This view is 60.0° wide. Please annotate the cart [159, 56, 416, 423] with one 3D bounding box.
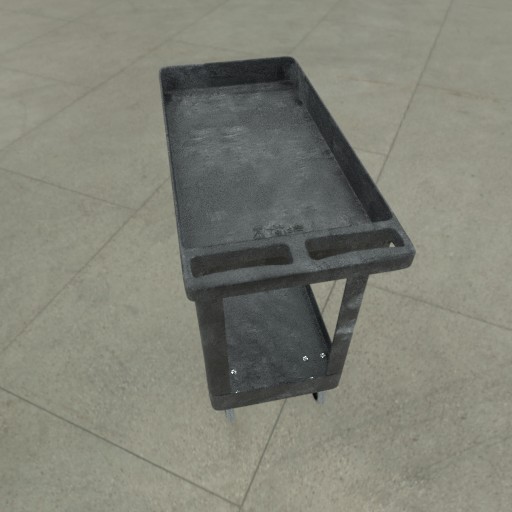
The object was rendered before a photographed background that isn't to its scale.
[{"bbox_3d":[0.000,0.000,1.352,0.420,0.824,0.877,-8,47,-8],"label":"cart"}]
